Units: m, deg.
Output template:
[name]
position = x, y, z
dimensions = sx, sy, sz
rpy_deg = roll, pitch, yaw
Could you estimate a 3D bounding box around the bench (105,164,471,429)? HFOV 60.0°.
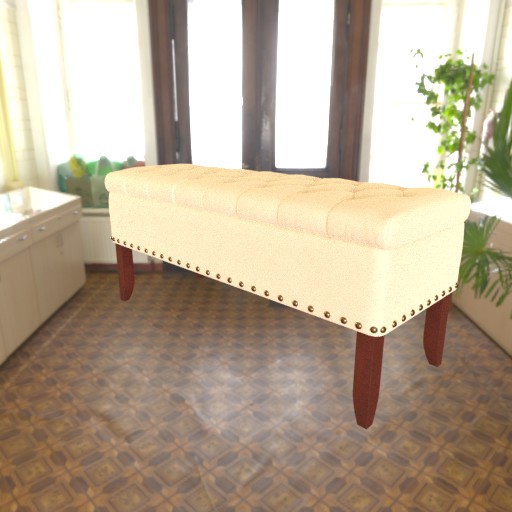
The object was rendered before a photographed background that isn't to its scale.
[bench]
position = 0.000, 0.000, 1.312
dimensions = 1.054, 0.470, 0.400
rpy_deg = 16, 23, 42
